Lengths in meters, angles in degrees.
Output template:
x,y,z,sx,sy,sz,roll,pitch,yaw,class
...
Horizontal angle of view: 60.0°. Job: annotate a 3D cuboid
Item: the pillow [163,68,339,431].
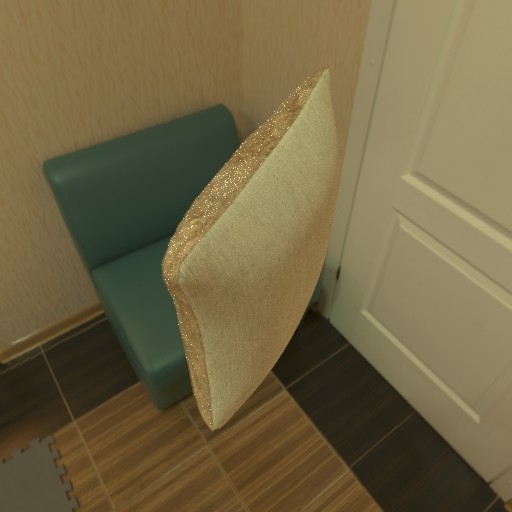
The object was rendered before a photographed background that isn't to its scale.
x,y,z,sx,sy,sz,roll,pitch,yaw,class
0.000,0.000,0.831,0.216,0.525,0.538,19,51,17,pillow
